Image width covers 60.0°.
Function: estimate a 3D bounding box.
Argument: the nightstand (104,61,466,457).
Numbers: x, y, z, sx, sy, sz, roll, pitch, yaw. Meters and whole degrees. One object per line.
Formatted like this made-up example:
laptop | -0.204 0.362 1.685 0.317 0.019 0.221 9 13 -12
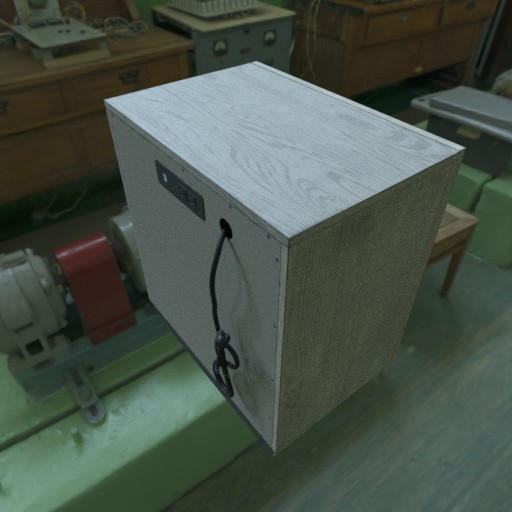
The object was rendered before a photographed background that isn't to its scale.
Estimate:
nightstand | 0.000 0.000 1.083 0.483 0.673 0.612 -27 48 -28
